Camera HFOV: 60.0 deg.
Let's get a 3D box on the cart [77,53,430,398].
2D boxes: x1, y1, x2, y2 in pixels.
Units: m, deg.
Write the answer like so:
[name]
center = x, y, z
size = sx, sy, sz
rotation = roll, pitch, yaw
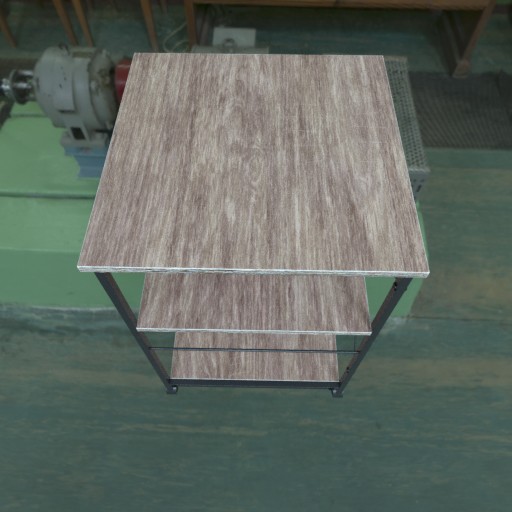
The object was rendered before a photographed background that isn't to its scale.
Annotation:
[cart]
center = 0.000, 0.000, 1.113
size = 0.520, 0.762, 0.521
rotation = 1, 58, 1
